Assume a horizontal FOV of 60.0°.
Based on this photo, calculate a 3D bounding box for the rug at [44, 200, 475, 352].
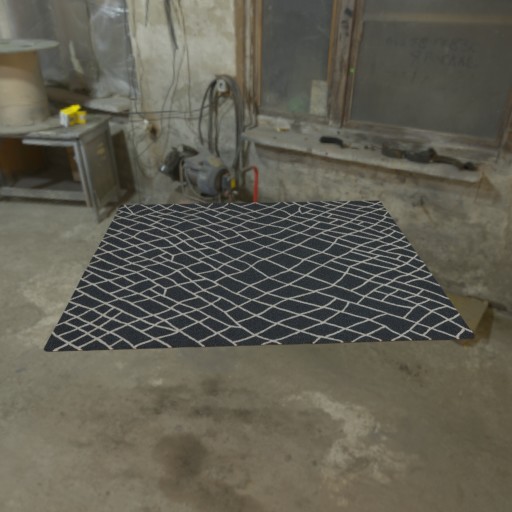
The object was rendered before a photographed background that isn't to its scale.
[{"bbox_3d":[0.000,0.000,4.147,3.047,0.022,2.439,-1,31,-2],"label":"rug"}]
